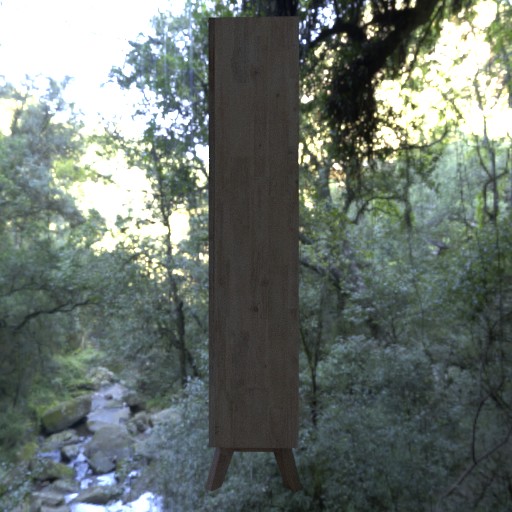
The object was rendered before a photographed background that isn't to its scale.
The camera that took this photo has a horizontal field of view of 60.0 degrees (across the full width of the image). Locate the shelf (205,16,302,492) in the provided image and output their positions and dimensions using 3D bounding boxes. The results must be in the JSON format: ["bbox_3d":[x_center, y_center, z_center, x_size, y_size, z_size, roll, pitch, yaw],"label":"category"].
[{"bbox_3d":[0.000,0.000,1.736,0.308,1.471,0.748,0,1,1],"label":"shelf"}]
